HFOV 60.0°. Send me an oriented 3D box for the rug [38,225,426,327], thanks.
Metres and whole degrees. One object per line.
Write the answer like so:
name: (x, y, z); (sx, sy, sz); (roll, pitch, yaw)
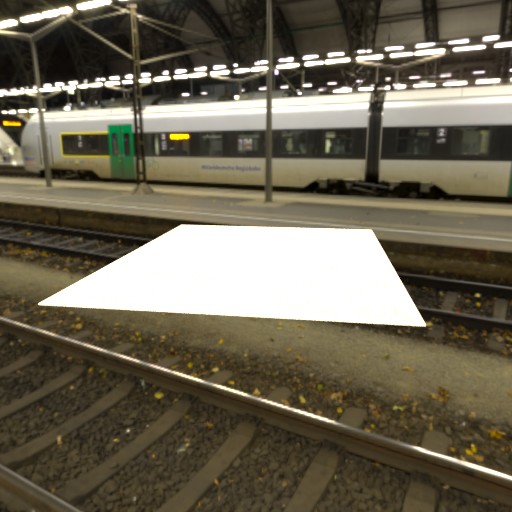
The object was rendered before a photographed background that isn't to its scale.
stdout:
rug: (0.000, 0.000, 4.192); (2.441, 0.015, 3.050); (2, 14, 8)
